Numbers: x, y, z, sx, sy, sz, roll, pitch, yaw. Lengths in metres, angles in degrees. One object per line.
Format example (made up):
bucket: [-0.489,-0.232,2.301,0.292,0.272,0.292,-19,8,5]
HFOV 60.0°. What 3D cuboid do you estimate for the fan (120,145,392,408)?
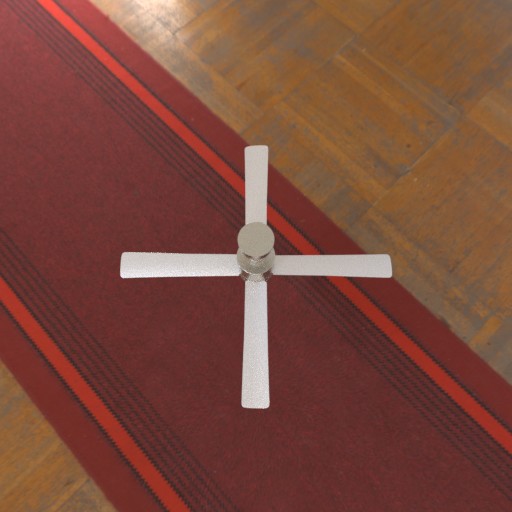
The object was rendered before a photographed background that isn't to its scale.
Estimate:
fan: [0.000,0.000,2.327,1.525,0.539,1.525,1,73,0]
